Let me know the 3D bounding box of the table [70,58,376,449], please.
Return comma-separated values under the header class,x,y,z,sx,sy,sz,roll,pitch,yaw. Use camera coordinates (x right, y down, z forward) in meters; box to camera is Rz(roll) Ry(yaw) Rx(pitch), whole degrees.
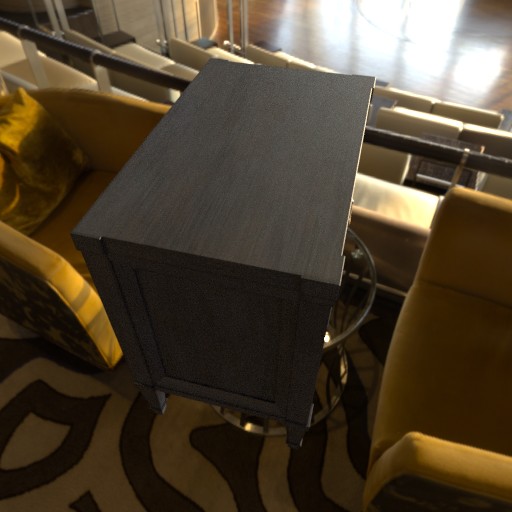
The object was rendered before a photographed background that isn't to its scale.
class,x,y,z,sx,sy,sz,roll,pitch,yaw
table,0.000,0.000,1.095,0.413,0.660,0.660,11,47,10
